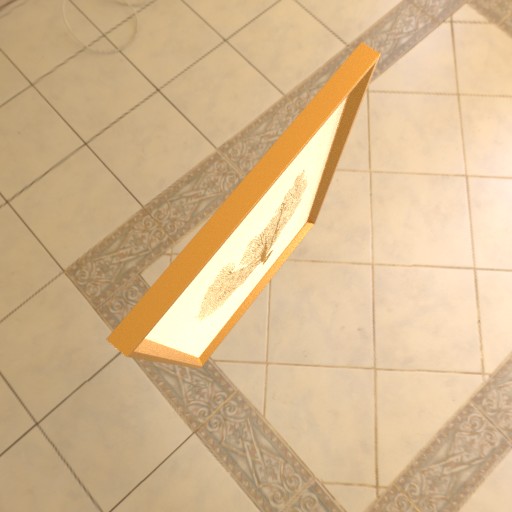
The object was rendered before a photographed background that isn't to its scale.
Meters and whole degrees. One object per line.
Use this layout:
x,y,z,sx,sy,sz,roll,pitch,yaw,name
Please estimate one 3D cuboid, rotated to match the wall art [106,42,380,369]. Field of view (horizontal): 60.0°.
0.000,0.000,1.050,0.038,0.812,0.610,37,78,9,wall art
